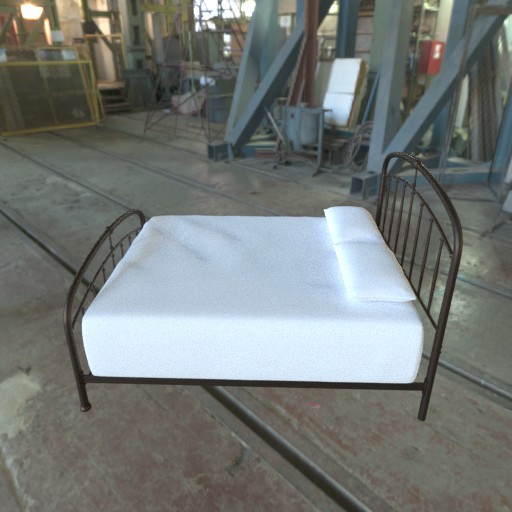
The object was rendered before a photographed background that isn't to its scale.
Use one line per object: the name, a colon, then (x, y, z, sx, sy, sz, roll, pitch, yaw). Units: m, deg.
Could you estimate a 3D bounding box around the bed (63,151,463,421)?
bed: (0.000, 0.000, 3.229, 2.180, 1.425, 1.711, 1, 26, 2)
